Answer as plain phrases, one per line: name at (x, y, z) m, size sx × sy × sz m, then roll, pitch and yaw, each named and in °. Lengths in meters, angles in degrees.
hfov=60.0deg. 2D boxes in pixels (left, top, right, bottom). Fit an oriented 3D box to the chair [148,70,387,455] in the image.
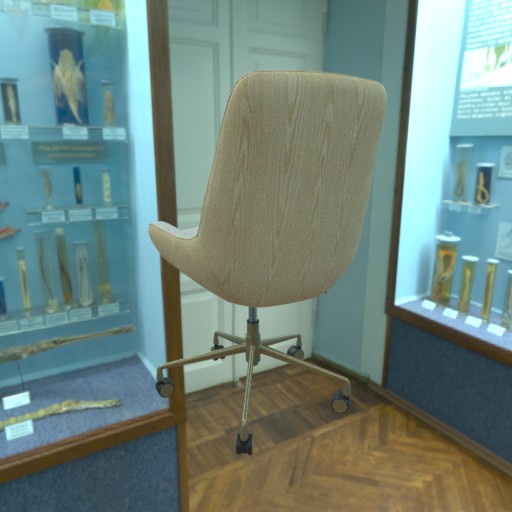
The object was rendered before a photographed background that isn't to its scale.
chair at (0.000, 0.000, 1.331) m, size 0.564 × 0.952 × 0.668 m, roll -7°, pitch 16°, yaw -28°
